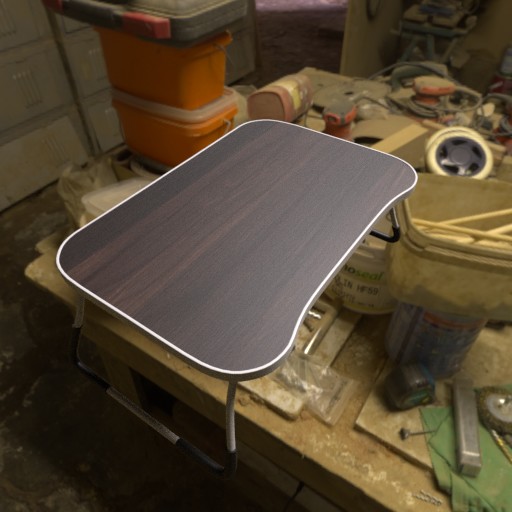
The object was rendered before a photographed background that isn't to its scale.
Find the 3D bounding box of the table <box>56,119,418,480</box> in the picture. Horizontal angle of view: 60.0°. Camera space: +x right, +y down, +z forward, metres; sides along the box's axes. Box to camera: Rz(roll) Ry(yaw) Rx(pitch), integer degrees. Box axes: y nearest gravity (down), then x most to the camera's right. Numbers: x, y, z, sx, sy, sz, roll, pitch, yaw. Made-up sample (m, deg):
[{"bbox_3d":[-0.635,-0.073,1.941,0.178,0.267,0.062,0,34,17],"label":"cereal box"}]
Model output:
[{"bbox_3d":[0.000,0.000,0.840,0.400,0.232,0.660,26,49,25],"label":"table"}]
